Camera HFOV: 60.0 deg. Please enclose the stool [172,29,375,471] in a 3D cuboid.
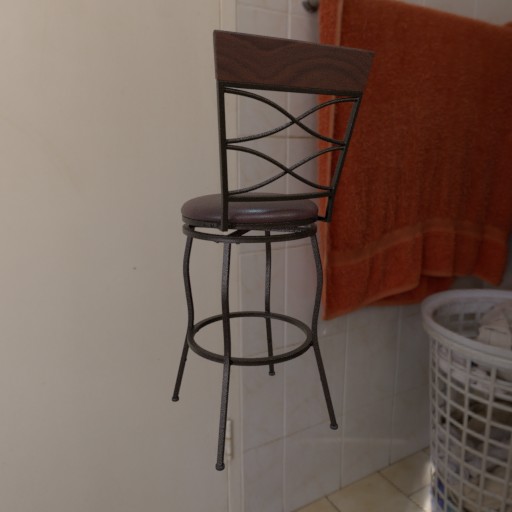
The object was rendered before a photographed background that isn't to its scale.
[{"bbox_3d":[0.000,0.000,1.369,0.448,1.130,0.513,-7,15,-27],"label":"stool"}]
